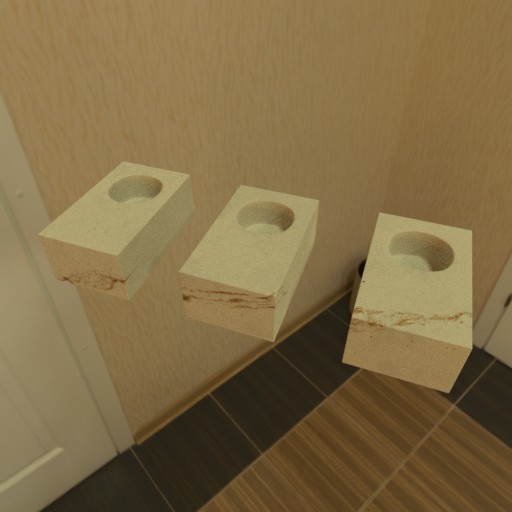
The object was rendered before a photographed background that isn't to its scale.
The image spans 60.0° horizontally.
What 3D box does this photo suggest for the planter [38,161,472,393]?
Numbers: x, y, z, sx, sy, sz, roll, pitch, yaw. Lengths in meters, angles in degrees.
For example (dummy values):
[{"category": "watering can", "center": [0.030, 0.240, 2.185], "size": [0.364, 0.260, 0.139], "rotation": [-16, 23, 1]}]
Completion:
[{"category": "planter", "center": [0.000, 0.000, 0.380], "size": [0.333, 0.051, 0.127], "rotation": [14, 43, 15]}]
